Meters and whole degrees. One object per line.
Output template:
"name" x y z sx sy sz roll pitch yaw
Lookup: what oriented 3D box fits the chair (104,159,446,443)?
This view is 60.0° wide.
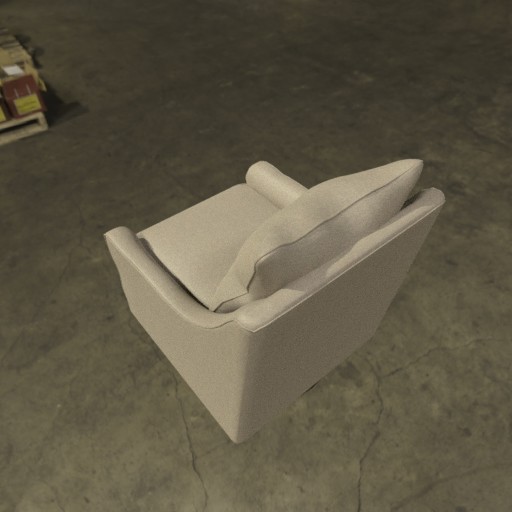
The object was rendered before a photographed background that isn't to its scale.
"chair" 0.000 0.000 1.591 0.760 0.942 0.876 -31 53 -26
